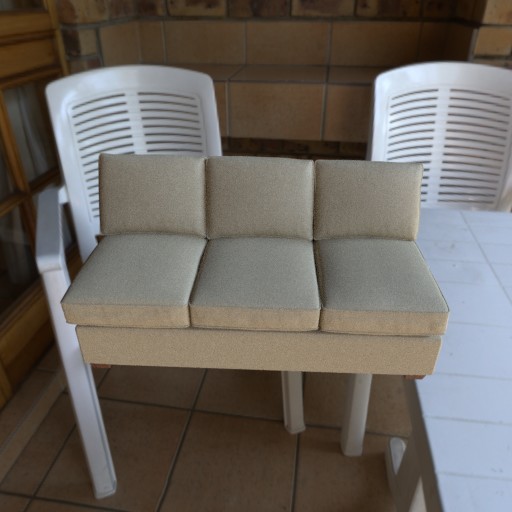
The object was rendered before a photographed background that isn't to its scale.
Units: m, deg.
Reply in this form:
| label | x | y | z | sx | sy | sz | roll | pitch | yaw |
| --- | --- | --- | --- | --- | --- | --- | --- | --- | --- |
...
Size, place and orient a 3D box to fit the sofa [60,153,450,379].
| label | x | y | z | sx | sy | sz | roll | pitch | yaw |
| --- | --- | --- | --- | --- | --- | --- | --- | --- | --- |
| sofa | 0.000 | 0.000 | 2.587 | 1.962 | 0.973 | 1.027 | 1 | 31 | 2 |
